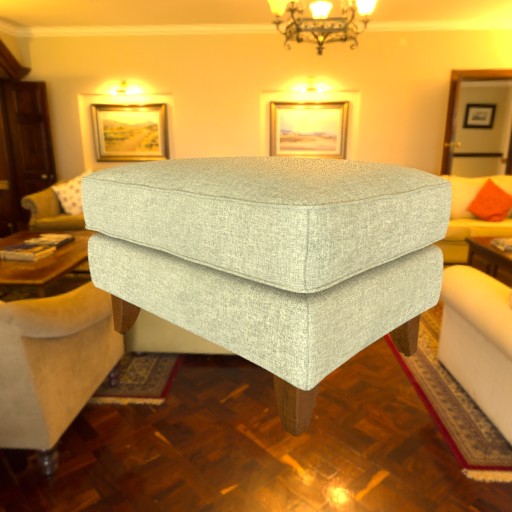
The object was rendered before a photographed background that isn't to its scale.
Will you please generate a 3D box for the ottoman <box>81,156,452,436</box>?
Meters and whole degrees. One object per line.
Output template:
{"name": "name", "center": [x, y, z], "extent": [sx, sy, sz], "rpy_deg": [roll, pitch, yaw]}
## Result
{"name": "ottoman", "center": [0.000, 0.000, 1.296], "extent": [0.889, 0.561, 0.661], "rpy_deg": [14, 21, 42]}
